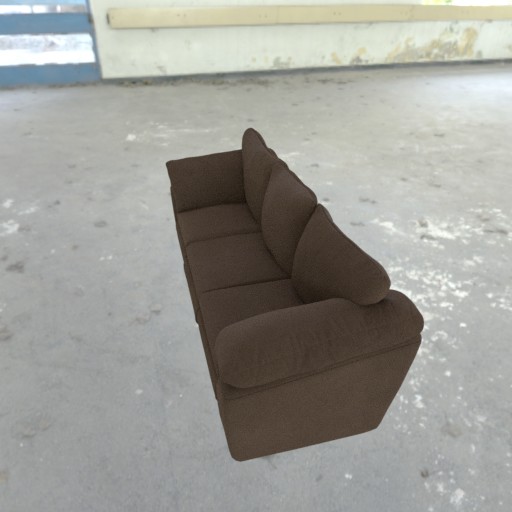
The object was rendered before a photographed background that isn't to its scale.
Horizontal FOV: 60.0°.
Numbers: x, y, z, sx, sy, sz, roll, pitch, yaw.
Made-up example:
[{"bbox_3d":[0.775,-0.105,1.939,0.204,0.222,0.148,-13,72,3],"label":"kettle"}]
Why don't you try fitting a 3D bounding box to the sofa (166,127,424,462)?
[{"bbox_3d":[0.000,0.000,2.788,0.878,1.015,2.336,-8,33,-13],"label":"sofa"}]
